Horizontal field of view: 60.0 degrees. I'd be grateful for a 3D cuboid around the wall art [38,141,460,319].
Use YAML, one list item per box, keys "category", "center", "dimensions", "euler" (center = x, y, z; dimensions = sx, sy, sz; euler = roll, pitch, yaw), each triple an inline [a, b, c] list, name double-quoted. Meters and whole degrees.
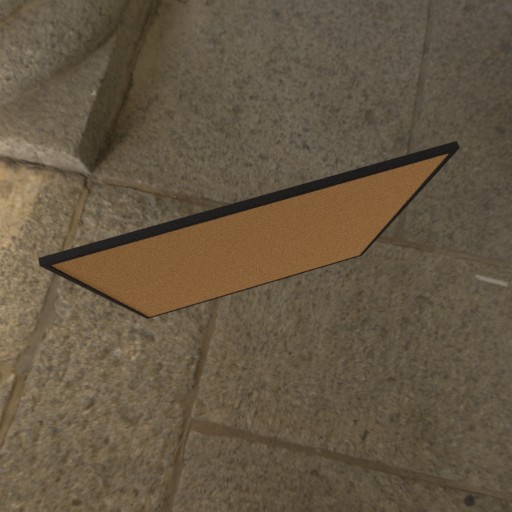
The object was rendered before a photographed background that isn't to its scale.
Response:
- category: "wall art"
  center: [0.000, 0.000, 0.994]
  dimensions: [0.664, 0.663, 0.015]
  euler: [-16, 76, -4]
